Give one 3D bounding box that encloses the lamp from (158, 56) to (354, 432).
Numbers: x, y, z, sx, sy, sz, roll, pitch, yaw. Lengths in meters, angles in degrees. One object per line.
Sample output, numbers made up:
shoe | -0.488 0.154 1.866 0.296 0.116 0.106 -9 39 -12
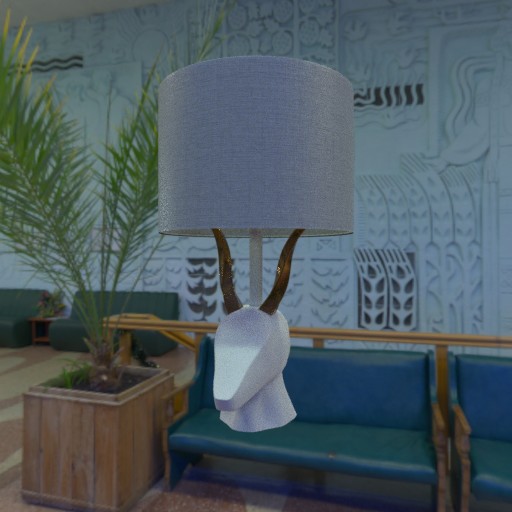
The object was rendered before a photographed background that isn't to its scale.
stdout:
lamp | 0.000 0.000 0.693 0.298 0.503 0.298 0 0 18
